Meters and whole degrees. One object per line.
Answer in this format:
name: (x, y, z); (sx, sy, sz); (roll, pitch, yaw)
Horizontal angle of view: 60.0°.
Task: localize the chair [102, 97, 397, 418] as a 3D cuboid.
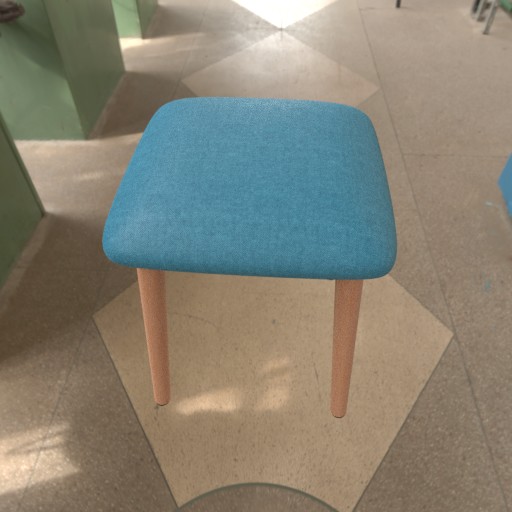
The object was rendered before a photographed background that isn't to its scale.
chair: (0.000, 0.000, 0.742); (0.360, 0.450, 0.360); (3, 47, 3)
